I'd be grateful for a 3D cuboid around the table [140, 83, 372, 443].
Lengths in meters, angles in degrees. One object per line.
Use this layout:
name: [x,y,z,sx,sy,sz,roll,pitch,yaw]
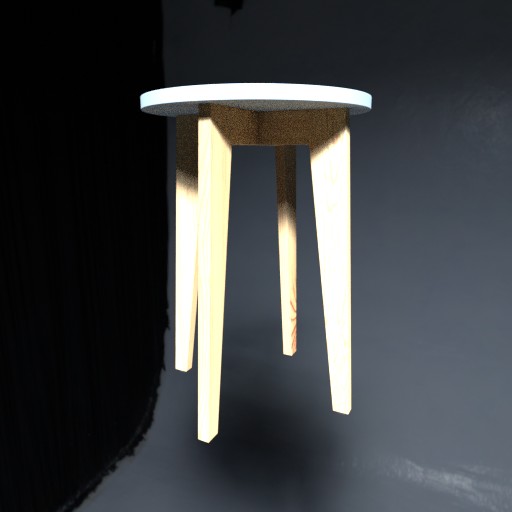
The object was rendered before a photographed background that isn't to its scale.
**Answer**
table: [0.000,0.000,0.750,0.350,0.500,0.350,0,13,0]
